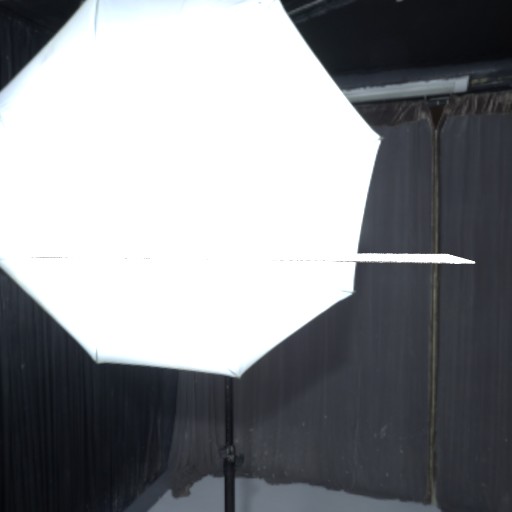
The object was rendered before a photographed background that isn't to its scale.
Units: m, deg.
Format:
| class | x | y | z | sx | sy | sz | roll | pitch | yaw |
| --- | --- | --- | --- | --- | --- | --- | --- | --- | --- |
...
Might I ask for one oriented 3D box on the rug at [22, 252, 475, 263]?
| class | x | y | z | sx | sy | sz | roll | pitch | yaw |
| --- | --- | --- | --- | --- | --- | --- | --- | --- | --- |
| rug | 0.000 | 0.000 | 2.940 | 2.440 | 0.010 | 1.529 | 1 | 2 | 19 |
